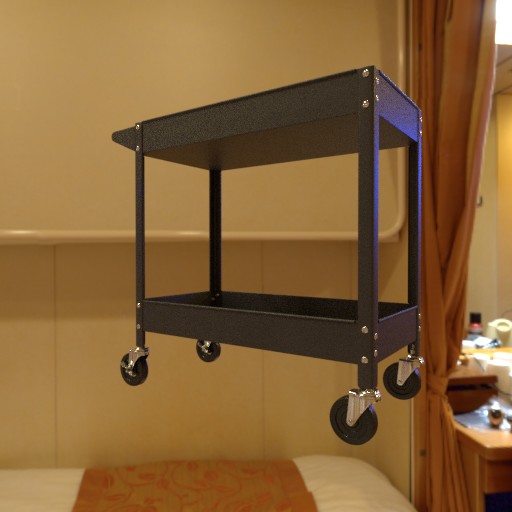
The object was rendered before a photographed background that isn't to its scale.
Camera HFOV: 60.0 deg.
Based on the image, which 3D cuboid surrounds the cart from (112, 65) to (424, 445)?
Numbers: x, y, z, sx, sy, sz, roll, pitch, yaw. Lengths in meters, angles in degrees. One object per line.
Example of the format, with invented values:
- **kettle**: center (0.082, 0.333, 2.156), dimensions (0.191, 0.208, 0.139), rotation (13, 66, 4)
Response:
- **cart**: center (0.000, 0.000, 1.173), dimensions (0.779, 0.719, 0.366), rotation (1, 1, 35)
